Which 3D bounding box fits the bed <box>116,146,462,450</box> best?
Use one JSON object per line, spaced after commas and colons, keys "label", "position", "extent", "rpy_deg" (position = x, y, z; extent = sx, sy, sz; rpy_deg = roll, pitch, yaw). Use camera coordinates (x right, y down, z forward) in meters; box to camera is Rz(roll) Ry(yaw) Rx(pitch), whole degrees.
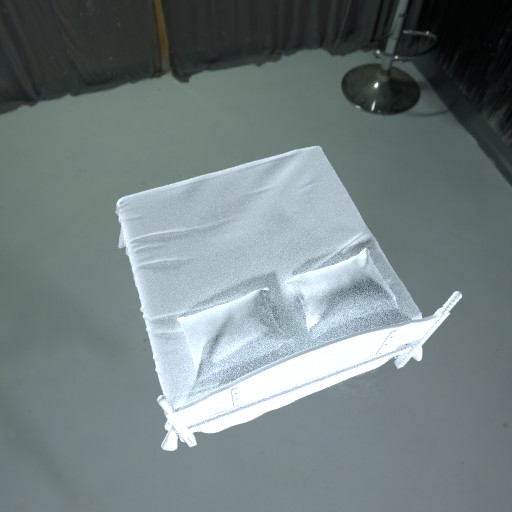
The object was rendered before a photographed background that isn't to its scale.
{"label": "bed", "position": [0.000, 0.000, 3.645], "extent": [2.322, 1.355, 2.219], "rpy_deg": [-17, 60, -10]}
